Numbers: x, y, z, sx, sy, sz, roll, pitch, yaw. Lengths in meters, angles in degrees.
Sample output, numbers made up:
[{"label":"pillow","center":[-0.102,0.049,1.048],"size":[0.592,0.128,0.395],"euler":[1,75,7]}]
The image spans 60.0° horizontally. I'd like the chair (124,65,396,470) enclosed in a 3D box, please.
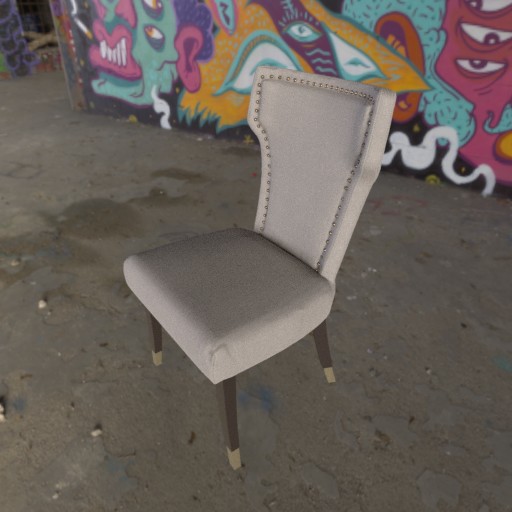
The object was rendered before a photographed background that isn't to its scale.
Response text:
[{"label":"chair","center":[0.000,0.000,1.294],"size":[0.630,0.950,0.526],"euler":[-21,37,-31]}]
